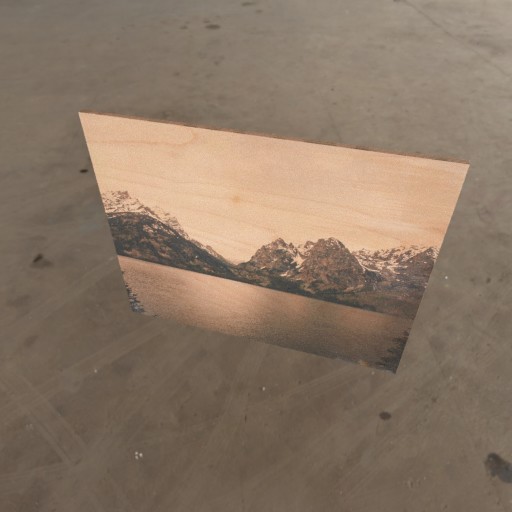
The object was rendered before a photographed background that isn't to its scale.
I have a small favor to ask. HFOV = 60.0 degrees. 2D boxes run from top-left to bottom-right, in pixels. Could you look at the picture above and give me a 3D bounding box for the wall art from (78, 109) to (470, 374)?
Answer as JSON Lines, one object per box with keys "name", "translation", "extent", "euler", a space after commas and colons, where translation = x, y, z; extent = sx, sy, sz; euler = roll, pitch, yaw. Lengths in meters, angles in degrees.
{"name": "wall art", "translation": [0.000, 0.000, 0.693], "extent": [0.508, 0.408, 0.010], "euler": [11, 42, 12]}
